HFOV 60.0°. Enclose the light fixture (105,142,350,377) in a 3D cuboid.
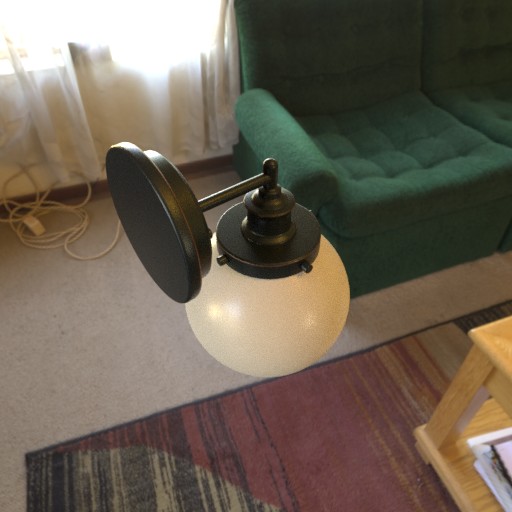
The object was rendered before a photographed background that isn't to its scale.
[{"bbox_3d":[0.000,0.000,0.480,0.230,0.332,0.197,-28,50,-26],"label":"light fixture"}]
